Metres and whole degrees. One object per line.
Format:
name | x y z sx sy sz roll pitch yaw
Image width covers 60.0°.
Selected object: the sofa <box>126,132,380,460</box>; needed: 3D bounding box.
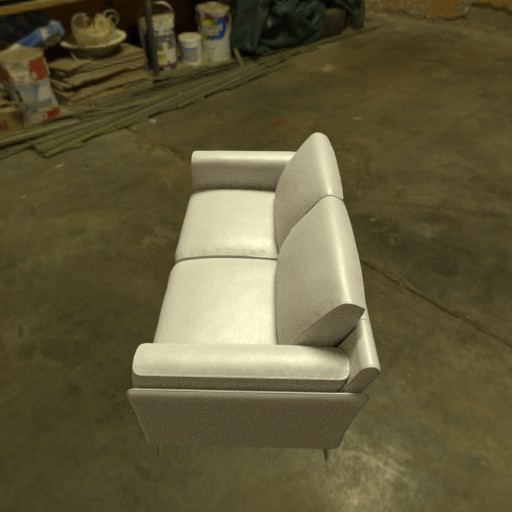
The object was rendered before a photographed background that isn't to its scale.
sofa | 0.000 0.000 2.692 1.049 0.930 2.101 1 40 1
